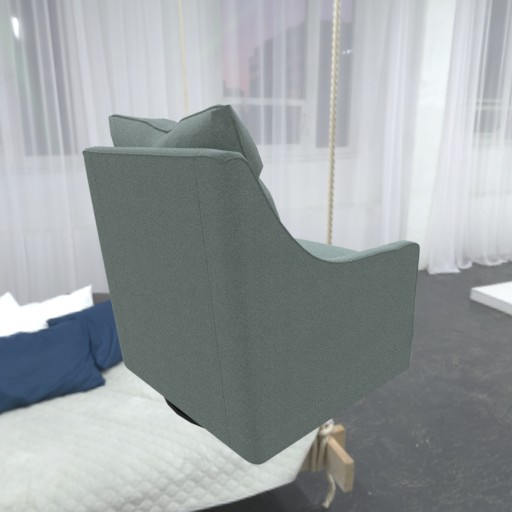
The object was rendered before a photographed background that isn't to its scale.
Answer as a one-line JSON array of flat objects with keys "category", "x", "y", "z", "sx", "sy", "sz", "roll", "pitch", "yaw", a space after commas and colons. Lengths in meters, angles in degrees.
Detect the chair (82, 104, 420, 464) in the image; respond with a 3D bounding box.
[{"category": "chair", "x": 0.000, "y": 0.000, "z": 1.525, "sx": 0.870, "sy": 0.926, "sz": 0.760, "roll": -13, "pitch": 19, "yaw": -41}]
